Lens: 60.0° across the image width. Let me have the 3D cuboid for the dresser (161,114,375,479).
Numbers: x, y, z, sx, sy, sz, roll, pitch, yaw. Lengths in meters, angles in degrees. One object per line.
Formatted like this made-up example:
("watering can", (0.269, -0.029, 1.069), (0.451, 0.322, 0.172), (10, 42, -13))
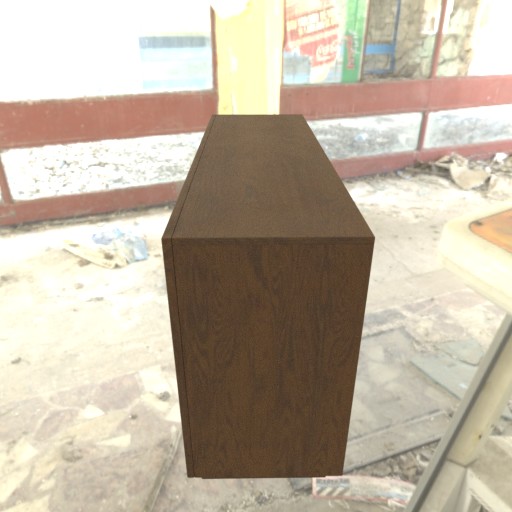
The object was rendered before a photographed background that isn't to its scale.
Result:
("dresser", (0.000, 0.000, 1.868), (0.512, 0.889, 1.523), (0, 28, -1))
